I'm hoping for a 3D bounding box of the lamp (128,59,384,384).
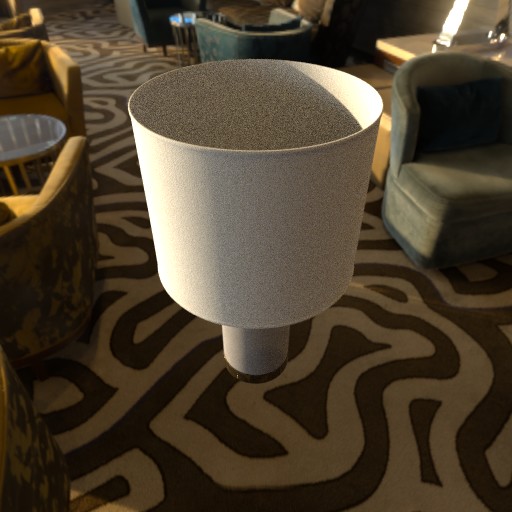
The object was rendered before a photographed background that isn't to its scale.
[{"bbox_3d":[0.000,0.000,0.526,0.229,0.380,0.229,0,39,0],"label":"lamp"}]
